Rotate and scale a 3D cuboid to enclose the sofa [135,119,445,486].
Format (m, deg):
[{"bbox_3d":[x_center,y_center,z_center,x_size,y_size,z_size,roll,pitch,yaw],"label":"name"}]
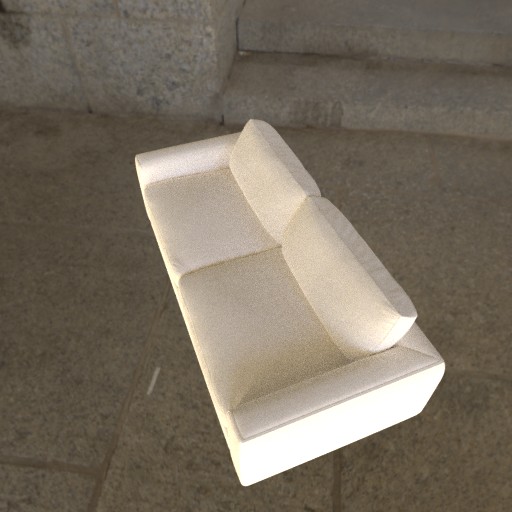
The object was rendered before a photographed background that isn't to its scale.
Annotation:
[{"bbox_3d":[0.000,0.000,2.750,1.070,0.801,2.262,-16,49,-15],"label":"sofa"}]
